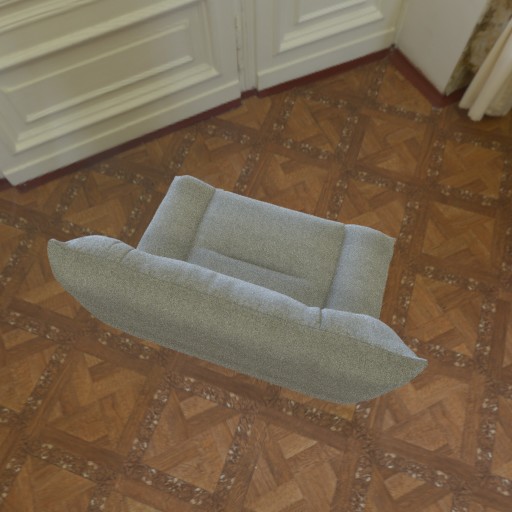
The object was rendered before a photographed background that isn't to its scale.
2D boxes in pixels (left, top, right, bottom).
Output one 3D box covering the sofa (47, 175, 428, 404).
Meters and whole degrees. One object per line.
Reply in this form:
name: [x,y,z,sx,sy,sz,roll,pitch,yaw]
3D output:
sofa: [0.000,0.000,1.697,1.144,0.795,0.847,17,66,8]
